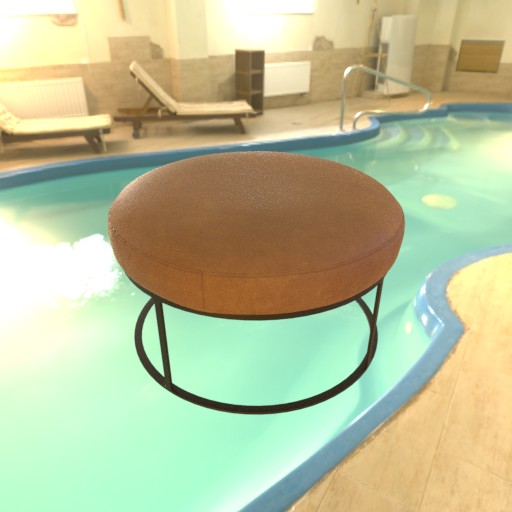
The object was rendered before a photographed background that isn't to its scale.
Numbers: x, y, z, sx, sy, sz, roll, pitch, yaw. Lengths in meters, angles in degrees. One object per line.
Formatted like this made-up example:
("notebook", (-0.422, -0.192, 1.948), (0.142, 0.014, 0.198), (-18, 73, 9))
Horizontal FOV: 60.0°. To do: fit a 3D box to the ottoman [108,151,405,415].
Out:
("ottoman", (0.000, 0.000, 1.268), (0.771, 0.460, 0.771), (0, 29, 0))
